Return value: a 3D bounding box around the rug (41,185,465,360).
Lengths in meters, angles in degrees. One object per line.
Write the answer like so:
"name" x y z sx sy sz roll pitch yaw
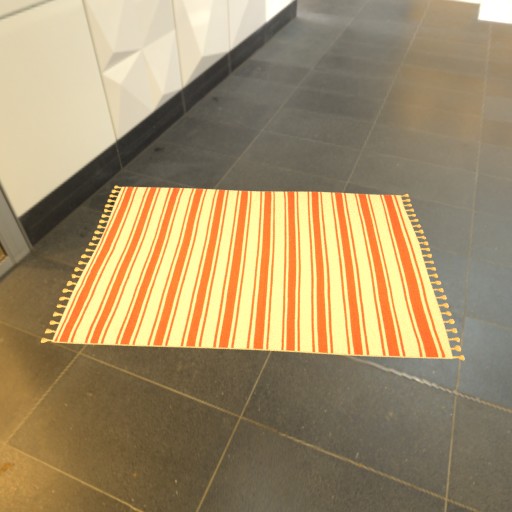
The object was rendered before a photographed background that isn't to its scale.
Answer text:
"rug" 0.000 0.000 3.065 2.433 0.022 1.556 2 44 2
